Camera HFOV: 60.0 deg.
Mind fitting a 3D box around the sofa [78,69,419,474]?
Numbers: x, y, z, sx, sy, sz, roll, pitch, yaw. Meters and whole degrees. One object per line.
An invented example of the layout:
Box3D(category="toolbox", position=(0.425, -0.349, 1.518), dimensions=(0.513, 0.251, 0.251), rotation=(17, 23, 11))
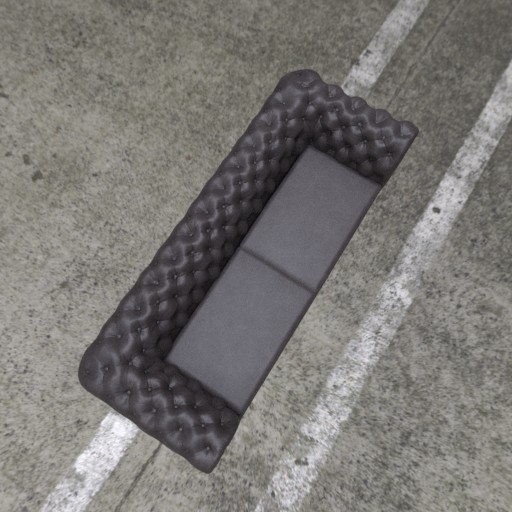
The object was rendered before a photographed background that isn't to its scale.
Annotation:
Box3D(category="sofa", position=(0.000, 0.000, 2.867), dimensions=(0.944, 0.783, 2.385), rotation=(32, 77, 8))
